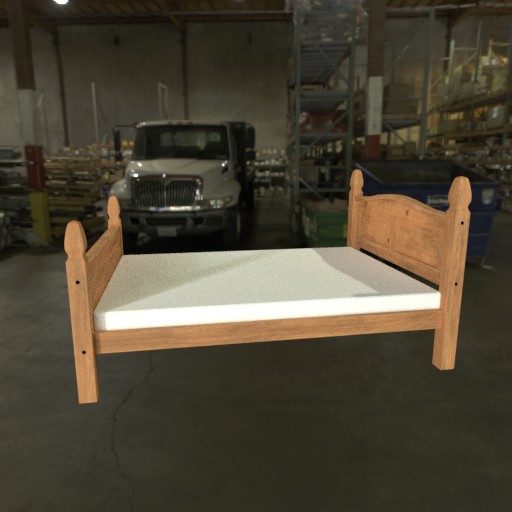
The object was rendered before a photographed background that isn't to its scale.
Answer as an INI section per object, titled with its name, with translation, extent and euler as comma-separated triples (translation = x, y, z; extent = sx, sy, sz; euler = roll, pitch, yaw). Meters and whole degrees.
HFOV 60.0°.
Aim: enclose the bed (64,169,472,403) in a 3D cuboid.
[bed]
translation = 0.000, 0.000, 2.985
extent = 2.069, 1.100, 1.490
euler = -2, 13, -10
